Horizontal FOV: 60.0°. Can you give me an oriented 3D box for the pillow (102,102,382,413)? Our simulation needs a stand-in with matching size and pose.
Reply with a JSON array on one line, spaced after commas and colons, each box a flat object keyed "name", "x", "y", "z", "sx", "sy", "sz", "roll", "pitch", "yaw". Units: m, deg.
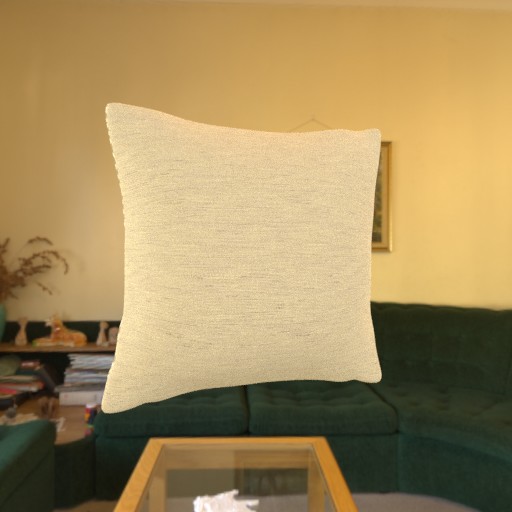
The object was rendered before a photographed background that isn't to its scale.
[{"name": "pillow", "x": 0.000, "y": 0.000, "z": 0.665, "sx": 0.438, "sy": 0.421, "sz": 0.167, "roll": 0, "pitch": 0, "yaw": -19}]
